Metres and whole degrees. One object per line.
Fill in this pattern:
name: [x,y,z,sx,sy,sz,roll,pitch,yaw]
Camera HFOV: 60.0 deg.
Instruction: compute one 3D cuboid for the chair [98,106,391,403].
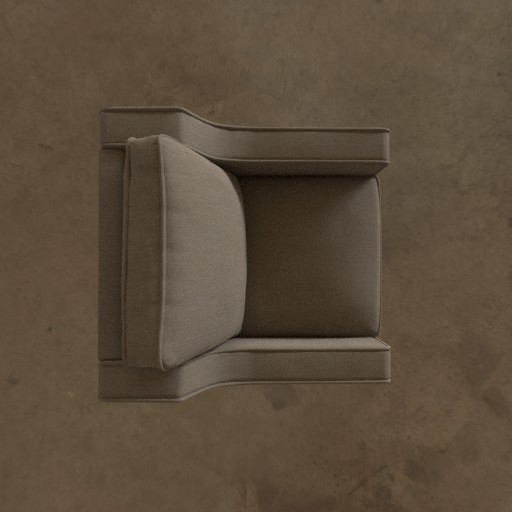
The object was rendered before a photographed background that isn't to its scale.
chair: [0.000,0.000,1.593,0.909,0.960,0.831,0,89,-1]
